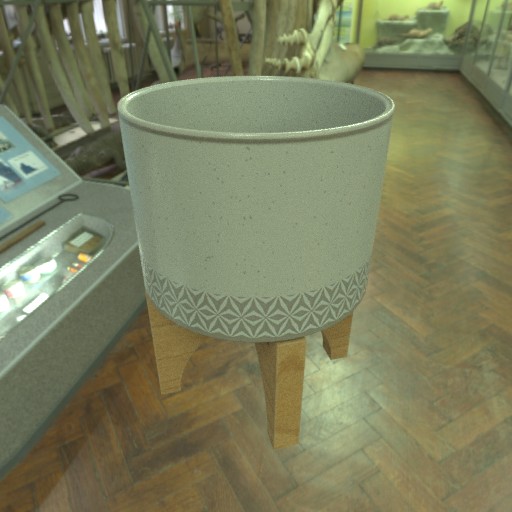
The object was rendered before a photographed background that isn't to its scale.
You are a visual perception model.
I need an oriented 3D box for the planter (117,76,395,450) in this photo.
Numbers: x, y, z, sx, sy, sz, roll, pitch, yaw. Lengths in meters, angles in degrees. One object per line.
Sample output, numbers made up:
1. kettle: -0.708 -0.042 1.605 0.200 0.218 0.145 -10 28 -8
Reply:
1. planter: 0.000 0.000 0.259 0.130 0.178 0.130 0 31 0
